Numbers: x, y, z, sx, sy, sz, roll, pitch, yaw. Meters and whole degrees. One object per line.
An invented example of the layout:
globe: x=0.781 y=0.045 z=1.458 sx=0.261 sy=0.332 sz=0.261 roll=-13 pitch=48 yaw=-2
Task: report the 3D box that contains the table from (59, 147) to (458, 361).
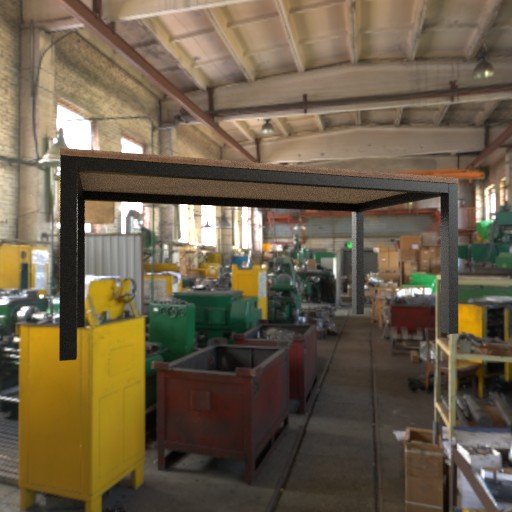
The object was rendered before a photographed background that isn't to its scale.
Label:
table: x=0.000 y=0.000 z=2.308 sx=1.805 sy=0.767 sz=0.893 roll=0 pitch=-1 yaw=-19
